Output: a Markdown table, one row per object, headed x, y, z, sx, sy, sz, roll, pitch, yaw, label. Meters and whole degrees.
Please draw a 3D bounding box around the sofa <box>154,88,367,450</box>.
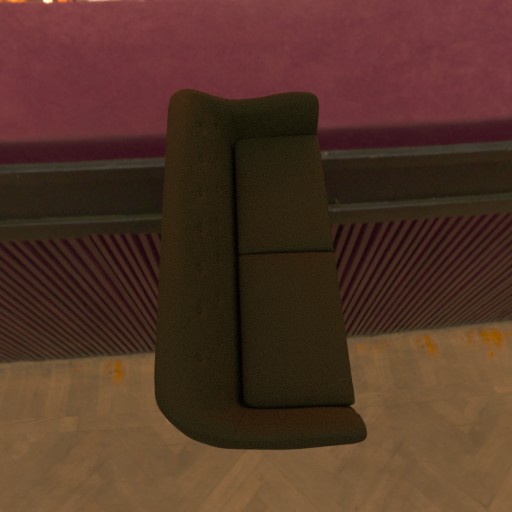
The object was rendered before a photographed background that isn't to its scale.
| x | y | z | sx | sy | sz | roll | pitch | yaw | label |
| --- | --- | --- | --- | --- | --- | --- | --- | --- | --- |
| 0.000 | 0.000 | 2.272 | 0.820 | 0.836 | 1.840 | -2 | 64 | -1 | sofa |
